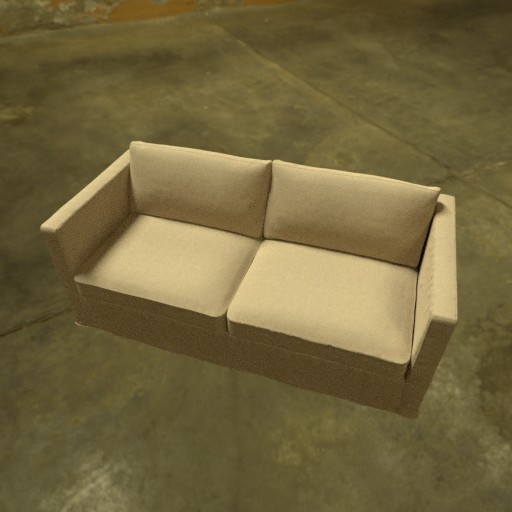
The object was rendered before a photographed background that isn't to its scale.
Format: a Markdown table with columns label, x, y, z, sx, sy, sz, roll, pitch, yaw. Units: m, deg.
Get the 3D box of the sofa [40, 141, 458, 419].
| label | x | y | z | sx | sy | sz | roll | pitch | yaw |
| --- | --- | --- | --- | --- | --- | --- | --- | --- | --- |
| sofa | 0.000 | 0.000 | 2.422 | 1.959 | 0.835 | 0.962 | 12 | 42 | 14 |
